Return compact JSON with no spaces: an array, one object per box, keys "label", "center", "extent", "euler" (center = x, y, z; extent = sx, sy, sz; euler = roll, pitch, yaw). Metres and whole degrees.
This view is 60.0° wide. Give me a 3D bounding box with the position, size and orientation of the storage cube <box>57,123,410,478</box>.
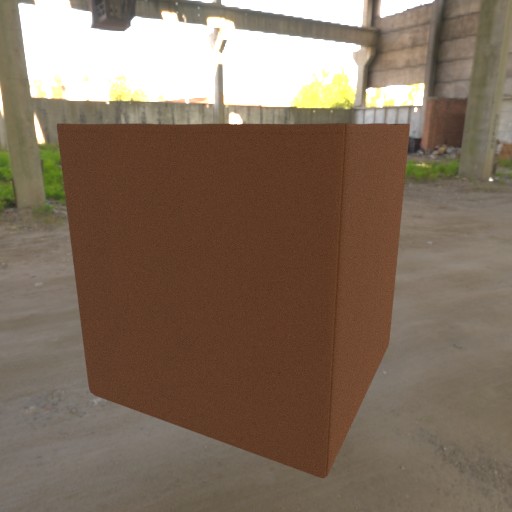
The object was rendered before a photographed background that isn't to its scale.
[{"label":"storage cube","center":[0.000,0.000,0.489],"extent":[0.270,0.280,0.270],"euler":[8,18,26]}]
